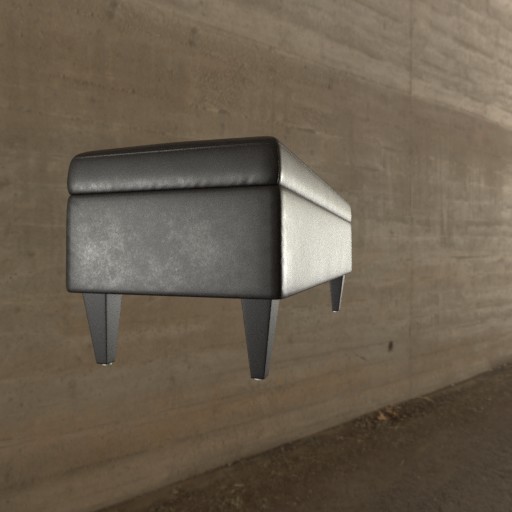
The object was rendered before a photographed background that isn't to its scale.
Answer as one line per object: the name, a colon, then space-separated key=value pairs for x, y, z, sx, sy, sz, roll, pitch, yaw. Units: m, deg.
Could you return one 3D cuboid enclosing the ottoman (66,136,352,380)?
ottoman: x=0.000 y=0.000 z=1.403 sx=0.482 sy=0.469 sz=1.151 roll=0 pitch=1 yaw=18
